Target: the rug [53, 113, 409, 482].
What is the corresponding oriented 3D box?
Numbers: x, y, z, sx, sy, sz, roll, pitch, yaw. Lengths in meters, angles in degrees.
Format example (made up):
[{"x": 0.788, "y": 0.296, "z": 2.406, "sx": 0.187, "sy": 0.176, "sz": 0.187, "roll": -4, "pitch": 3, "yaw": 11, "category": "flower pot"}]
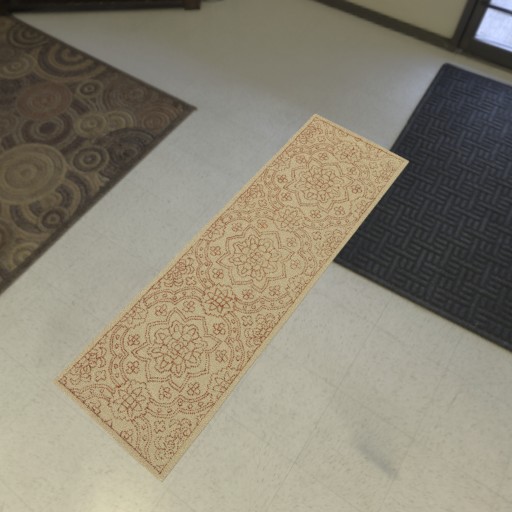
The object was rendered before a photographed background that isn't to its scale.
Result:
[{"x": 0.000, "y": 0.000, "z": 2.640, "sx": 0.769, "sy": 0.012, "sz": 2.448, "roll": 33, "pitch": 65, "yaw": 18, "category": "rug"}]
